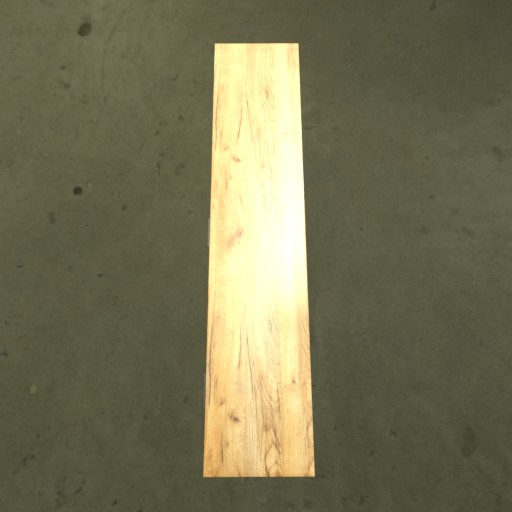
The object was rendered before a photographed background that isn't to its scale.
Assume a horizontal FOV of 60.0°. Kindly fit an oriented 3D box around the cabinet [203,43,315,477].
[{"bbox_3d":[0.000,0.000,2.137,0.395,0.762,1.800,0,74,0],"label":"cabinet"}]
